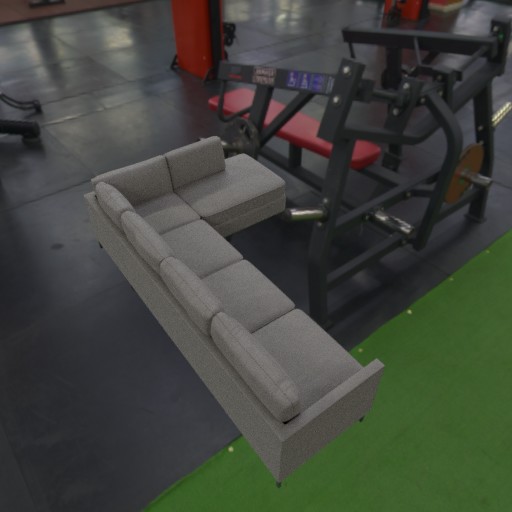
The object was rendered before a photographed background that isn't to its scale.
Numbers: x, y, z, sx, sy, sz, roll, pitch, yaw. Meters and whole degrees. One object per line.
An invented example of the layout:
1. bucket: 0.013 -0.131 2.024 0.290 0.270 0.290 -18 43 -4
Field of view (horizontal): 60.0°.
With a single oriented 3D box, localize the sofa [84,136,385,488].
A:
1. sofa: 0.000 0.000 4.264 2.077 0.964 3.331 -26 48 -26
